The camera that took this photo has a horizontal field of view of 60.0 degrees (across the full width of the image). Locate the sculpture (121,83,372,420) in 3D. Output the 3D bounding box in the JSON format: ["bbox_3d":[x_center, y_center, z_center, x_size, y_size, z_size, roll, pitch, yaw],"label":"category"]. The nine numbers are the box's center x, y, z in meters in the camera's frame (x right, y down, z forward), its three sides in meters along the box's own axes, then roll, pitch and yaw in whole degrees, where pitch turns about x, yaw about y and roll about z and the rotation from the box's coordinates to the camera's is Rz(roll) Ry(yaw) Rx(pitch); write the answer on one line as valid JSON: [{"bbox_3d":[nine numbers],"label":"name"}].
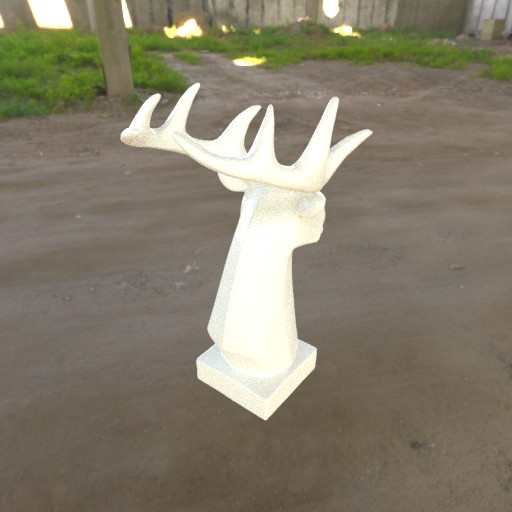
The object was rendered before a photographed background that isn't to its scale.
[{"bbox_3d":[0.000,0.000,0.454,0.174,0.329,0.224,21,36,32],"label":"sculpture"}]
